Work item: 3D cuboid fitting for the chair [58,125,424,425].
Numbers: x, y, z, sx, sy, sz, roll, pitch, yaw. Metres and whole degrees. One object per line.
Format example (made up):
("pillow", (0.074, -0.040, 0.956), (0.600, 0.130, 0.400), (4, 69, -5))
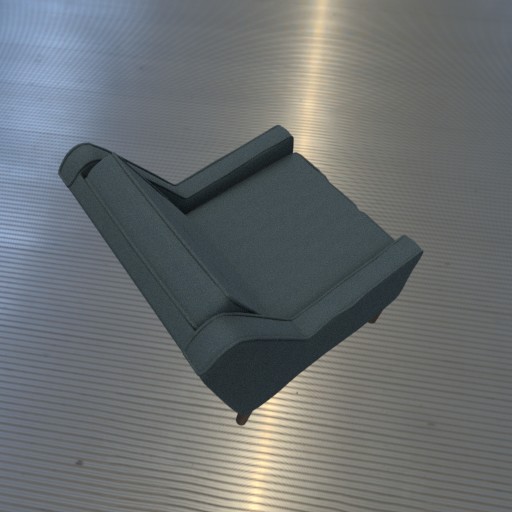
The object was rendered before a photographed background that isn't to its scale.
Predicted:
("chair", (0.000, 0.000, 1.337), (0.733, 0.780, 0.663), (-33, 63, -19))
